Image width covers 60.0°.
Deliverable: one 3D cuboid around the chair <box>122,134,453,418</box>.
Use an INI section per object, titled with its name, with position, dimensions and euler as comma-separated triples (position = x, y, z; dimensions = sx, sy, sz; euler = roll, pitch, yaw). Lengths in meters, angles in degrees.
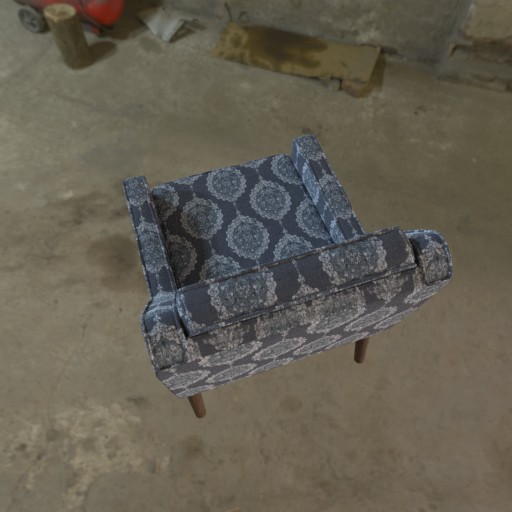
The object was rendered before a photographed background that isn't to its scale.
[chair]
position = 0.000, 0.000, 1.336
dimensions = 0.663, 0.792, 0.743
euler = -16, 60, -10
